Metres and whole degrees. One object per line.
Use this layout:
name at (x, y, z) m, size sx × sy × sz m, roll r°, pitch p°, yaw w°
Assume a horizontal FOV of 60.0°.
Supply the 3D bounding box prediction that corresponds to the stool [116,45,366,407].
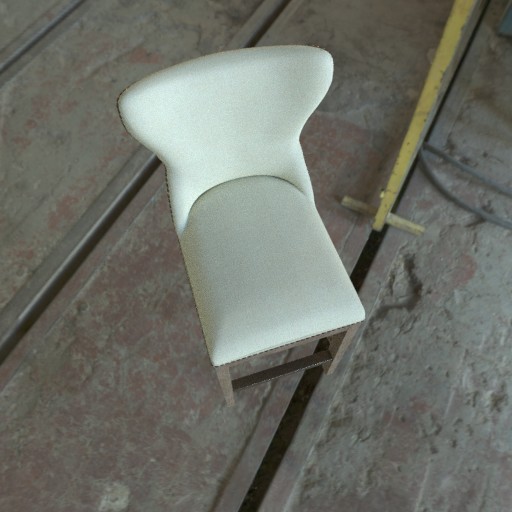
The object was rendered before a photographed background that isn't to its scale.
stool at (0.000, 0.000, 1.300) m, size 0.498 × 0.981 × 0.608 m, roll -16°, pitch 63°, yaw -8°
